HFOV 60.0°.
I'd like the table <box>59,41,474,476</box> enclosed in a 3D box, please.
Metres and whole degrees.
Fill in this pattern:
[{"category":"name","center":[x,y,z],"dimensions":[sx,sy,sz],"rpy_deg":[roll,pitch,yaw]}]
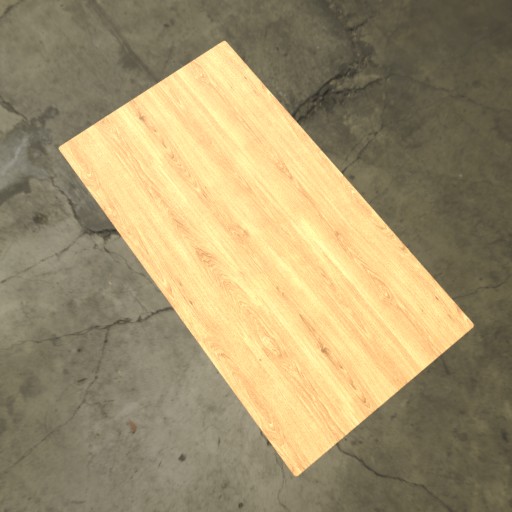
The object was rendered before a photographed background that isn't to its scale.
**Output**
[{"category":"table","center":[0.000,0.000,2.073],"dimensions":[0.900,0.760,1.600],"rpy_deg":[-37,79,-8]}]
